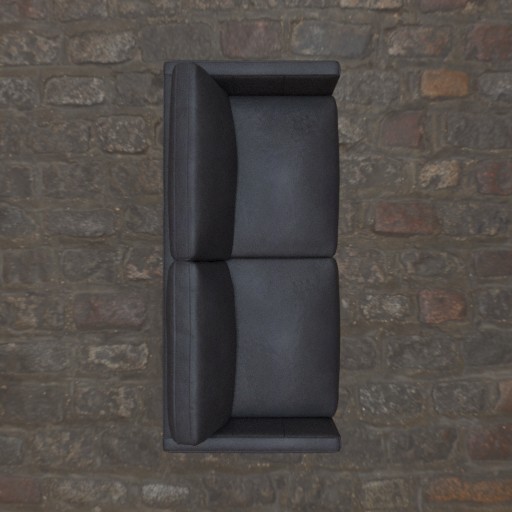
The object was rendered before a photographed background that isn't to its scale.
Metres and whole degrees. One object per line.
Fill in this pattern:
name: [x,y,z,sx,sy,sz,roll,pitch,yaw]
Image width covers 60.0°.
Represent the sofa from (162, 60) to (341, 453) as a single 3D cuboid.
sofa: [0.000,0.000,2.441,0.933,0.863,1.971,0,89,0]
